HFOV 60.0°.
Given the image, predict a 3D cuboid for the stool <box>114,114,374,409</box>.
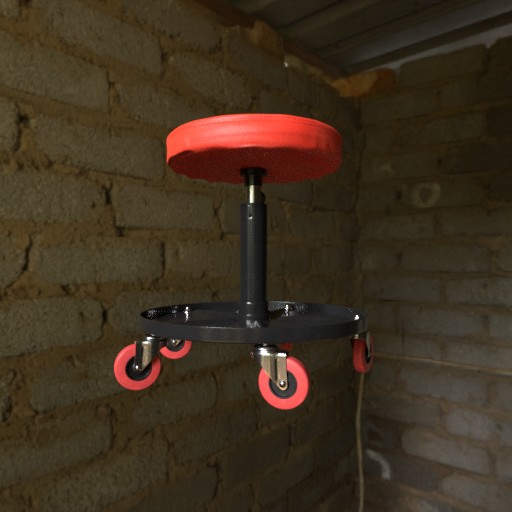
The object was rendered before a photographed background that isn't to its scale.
[{"bbox_3d":[0.000,0.000,0.702,0.381,0.365,0.382,0,-1,1],"label":"stool"}]
